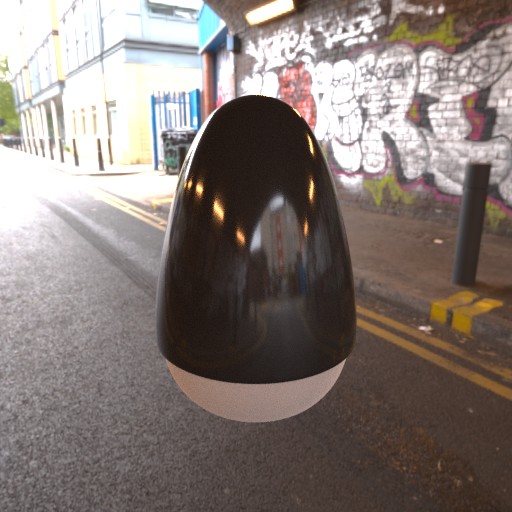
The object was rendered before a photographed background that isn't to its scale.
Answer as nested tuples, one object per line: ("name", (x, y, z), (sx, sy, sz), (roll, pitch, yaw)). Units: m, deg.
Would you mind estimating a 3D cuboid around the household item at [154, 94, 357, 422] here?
("household item", (0.000, 0.000, 0.221), (0.102, 0.152, 0.104), (2, 16, 7))
